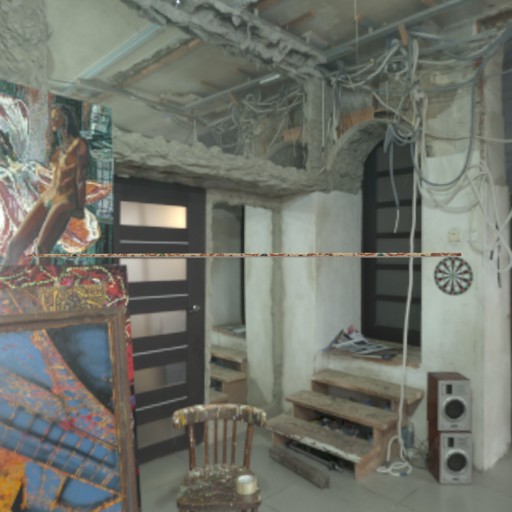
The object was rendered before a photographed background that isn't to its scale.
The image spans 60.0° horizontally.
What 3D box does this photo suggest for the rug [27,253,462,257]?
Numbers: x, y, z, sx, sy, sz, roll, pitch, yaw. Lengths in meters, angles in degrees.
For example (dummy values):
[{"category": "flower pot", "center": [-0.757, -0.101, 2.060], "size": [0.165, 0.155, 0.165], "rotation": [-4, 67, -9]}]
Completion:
[{"category": "rug", "center": [0.000, 0.000, 2.367], "size": [1.838, 0.013, 1.226], "rotation": [0, 0, 16]}]
